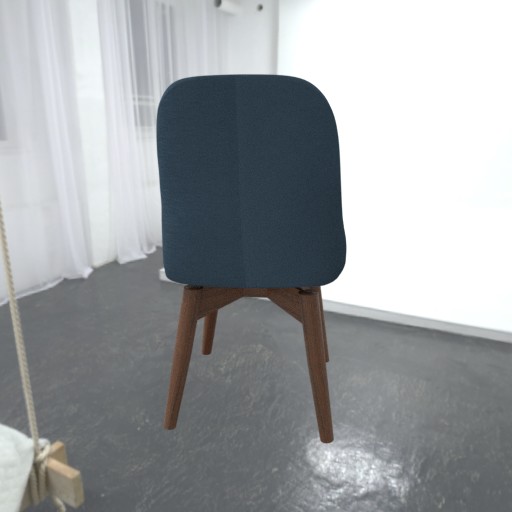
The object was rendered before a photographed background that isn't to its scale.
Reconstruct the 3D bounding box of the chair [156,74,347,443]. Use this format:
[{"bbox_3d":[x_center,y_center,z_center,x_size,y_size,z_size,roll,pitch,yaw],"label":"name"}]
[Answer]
[{"bbox_3d":[0.000,0.000,1.245,0.503,0.882,0.589,2,15,7],"label":"chair"}]
